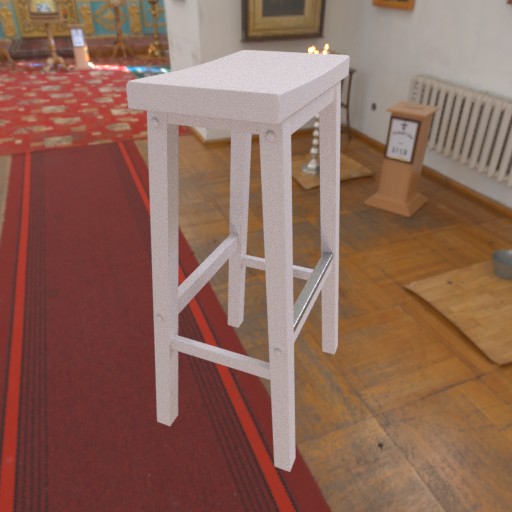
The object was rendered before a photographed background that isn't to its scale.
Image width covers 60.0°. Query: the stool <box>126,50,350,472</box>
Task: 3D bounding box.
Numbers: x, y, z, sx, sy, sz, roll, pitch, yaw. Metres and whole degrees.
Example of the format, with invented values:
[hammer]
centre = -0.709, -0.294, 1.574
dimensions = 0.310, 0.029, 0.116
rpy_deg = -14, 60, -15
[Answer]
[stool]
centre = 0.000, 0.000, 0.933
dimensions = 0.322, 0.742, 0.406
rpy_deg = 12, 33, 19
